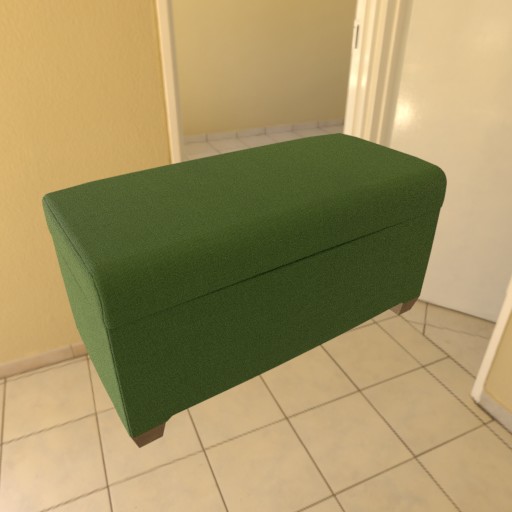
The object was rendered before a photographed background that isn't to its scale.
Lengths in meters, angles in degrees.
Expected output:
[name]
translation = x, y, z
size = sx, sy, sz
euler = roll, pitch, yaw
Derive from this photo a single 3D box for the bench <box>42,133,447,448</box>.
[bench]
translation = 0.000, 0.000, 1.268
size = 0.989, 0.501, 0.505
euler = -19, 36, -28
